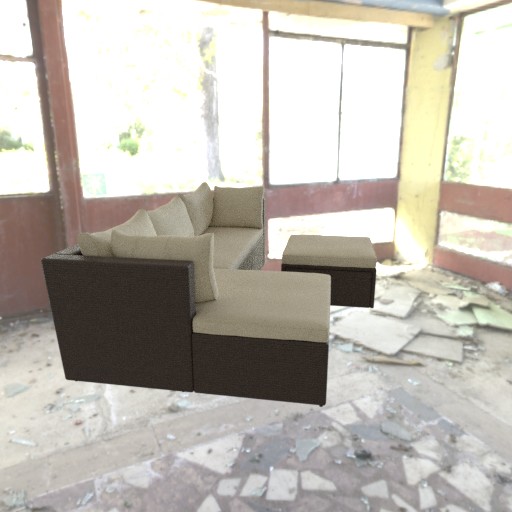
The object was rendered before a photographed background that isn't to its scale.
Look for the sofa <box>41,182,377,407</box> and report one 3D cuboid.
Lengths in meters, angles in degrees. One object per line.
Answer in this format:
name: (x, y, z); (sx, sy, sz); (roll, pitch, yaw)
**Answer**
sofa: (0.000, 0.000, 2.984); (1.612, 0.766, 2.192); (3, 16, 10)
